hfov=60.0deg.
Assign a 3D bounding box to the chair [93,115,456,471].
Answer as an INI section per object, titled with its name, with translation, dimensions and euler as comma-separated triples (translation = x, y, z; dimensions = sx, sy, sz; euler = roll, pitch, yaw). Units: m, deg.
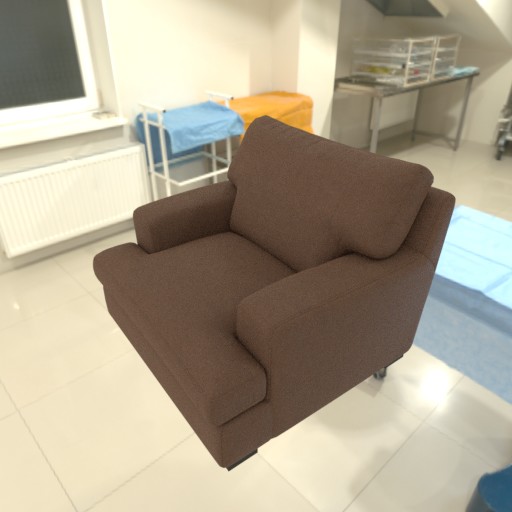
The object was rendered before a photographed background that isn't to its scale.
[chair]
translation = 0.000, 0.000, 1.960
dimensions = 1.143, 0.940, 1.168
euler = -21, 37, -30
